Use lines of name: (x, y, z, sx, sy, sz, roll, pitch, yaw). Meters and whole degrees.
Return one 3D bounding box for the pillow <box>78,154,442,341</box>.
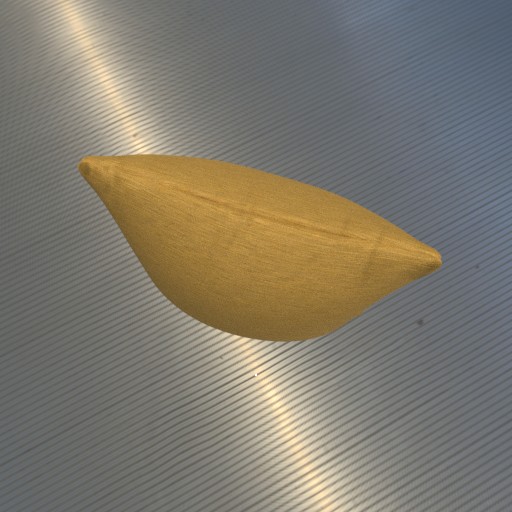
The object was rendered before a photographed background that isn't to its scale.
pillow: (0.000, 0.000, 0.696, 0.435, 0.417, 0.247, 16, 76, 4)
